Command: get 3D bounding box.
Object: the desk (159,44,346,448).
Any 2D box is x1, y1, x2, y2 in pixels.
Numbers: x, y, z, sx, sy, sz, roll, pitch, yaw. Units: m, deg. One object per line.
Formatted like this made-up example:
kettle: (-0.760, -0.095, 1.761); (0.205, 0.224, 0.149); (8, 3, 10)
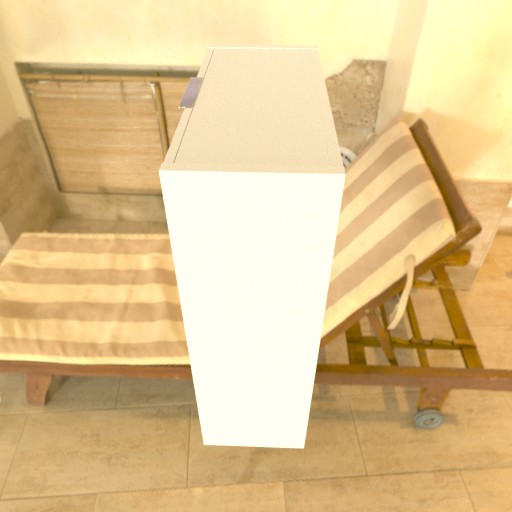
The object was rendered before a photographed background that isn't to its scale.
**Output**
desk: (0.000, 0.000, 1.600); (0.390, 1.190, 0.850); (1, 41, 2)
